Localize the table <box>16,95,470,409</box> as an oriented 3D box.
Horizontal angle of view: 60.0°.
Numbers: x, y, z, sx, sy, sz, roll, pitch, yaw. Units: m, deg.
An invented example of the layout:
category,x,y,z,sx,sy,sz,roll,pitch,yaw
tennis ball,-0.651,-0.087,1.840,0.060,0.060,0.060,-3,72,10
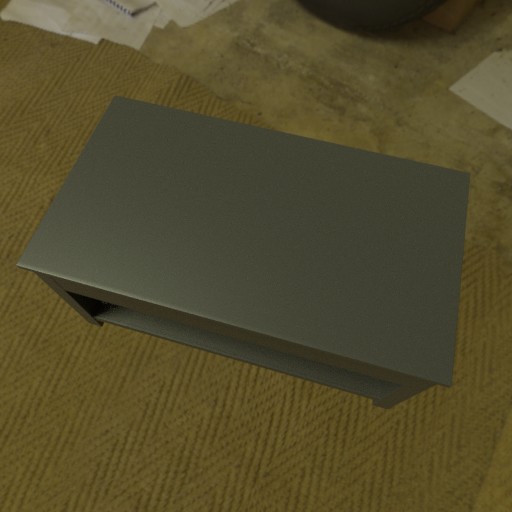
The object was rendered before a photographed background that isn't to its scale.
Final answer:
category,x,y,z,sx,sy,sz,roll,pitch,yaw
table,0.000,0.000,1.388,1.068,0.493,0.612,14,64,7
